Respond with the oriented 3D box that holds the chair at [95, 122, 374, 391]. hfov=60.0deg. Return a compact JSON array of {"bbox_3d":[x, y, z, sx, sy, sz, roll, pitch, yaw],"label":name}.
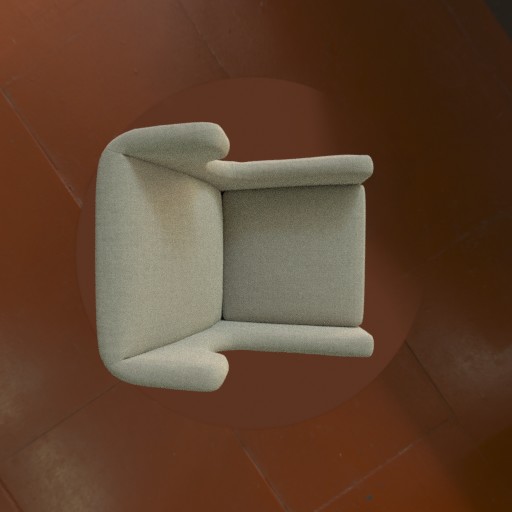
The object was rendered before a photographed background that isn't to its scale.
[{"bbox_3d":[0.000,0.000,1.689,0.899,1.079,0.778,0,90,0],"label":"chair"}]
